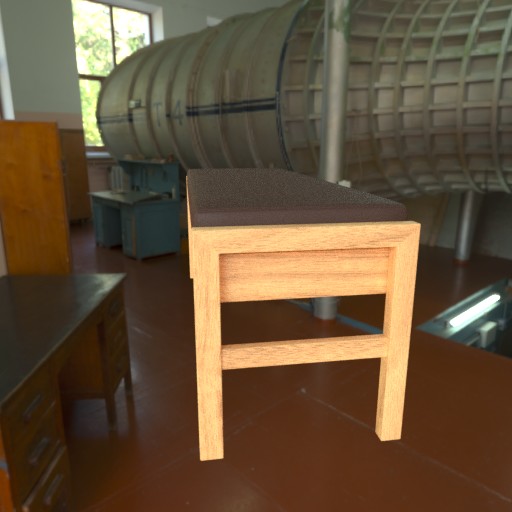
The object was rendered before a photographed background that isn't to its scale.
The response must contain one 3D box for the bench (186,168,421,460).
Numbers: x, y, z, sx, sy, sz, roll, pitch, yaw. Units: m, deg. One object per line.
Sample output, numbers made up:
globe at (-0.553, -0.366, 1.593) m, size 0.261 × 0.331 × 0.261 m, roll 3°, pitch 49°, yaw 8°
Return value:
bench at (0.000, 0.000, 1.383) m, size 0.405 × 0.480 × 1.200 m, roll -2°, pitch 15°, yaw -9°
